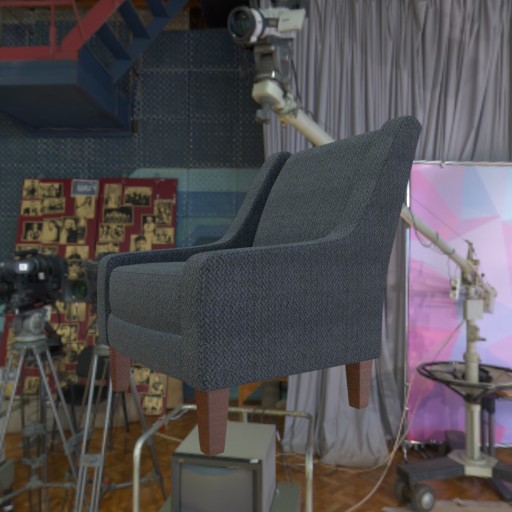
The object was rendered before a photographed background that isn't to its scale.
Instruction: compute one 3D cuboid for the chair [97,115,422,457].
[{"bbox_3d":[0.000,0.000,1.642,0.944,1.012,0.793,0,0,-37],"label":"chair"}]
